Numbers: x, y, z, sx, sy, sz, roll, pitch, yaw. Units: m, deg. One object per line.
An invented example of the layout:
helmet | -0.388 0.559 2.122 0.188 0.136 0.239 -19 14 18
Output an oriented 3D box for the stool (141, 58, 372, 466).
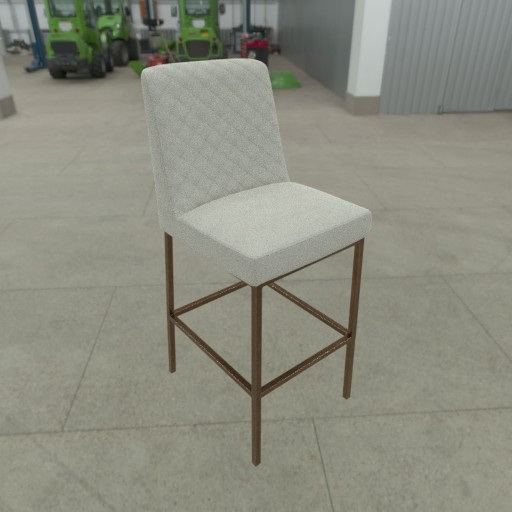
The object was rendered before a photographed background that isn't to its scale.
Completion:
stool | 0.000 0.000 1.384 0.462 1.084 0.546 -22 36 -34
